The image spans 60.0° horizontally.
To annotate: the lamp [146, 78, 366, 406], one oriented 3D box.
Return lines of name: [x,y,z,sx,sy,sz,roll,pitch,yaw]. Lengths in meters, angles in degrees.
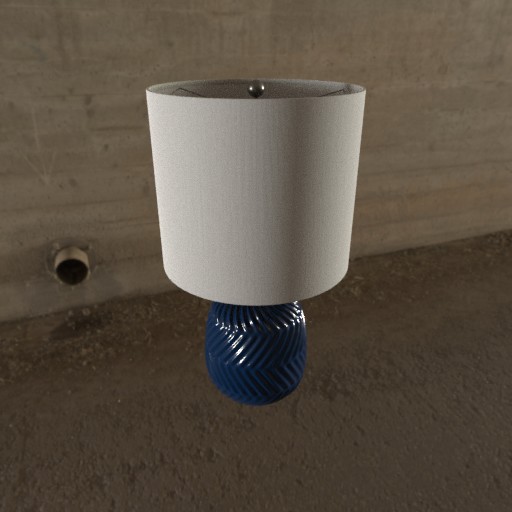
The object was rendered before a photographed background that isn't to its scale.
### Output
lamp: [0.000,0.000,0.497,0.203,0.368,0.203,17,31,31]
